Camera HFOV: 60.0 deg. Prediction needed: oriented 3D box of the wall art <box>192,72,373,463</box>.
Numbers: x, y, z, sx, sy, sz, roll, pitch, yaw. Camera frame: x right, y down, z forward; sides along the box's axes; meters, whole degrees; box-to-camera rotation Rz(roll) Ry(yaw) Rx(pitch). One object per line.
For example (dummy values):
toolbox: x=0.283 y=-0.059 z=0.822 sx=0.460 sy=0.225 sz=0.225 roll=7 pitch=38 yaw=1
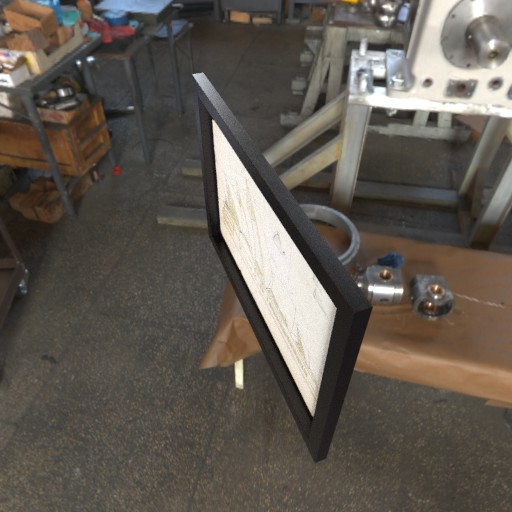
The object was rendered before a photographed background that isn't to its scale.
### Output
wall art: x=0.000 y=0.000 z=0.869 sx=0.027 sy=0.458 sz=0.657 roll=-16 pitch=48 yaw=-15
